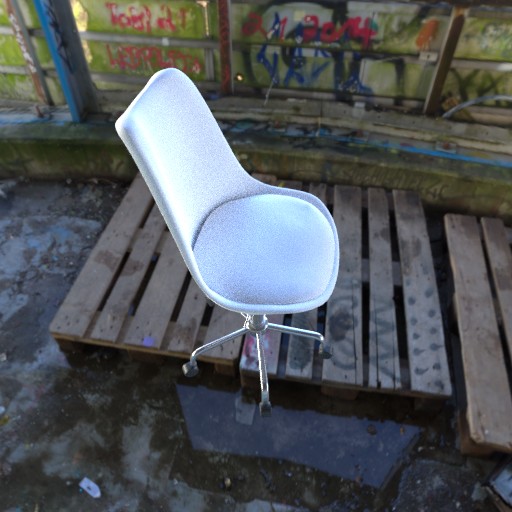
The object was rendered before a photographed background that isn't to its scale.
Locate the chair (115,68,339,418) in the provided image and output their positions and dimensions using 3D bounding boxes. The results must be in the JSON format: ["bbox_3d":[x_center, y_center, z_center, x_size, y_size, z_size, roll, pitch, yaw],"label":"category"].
[{"bbox_3d":[0.000,0.000,1.272,0.550,0.930,0.550,8,47,8],"label":"chair"}]
